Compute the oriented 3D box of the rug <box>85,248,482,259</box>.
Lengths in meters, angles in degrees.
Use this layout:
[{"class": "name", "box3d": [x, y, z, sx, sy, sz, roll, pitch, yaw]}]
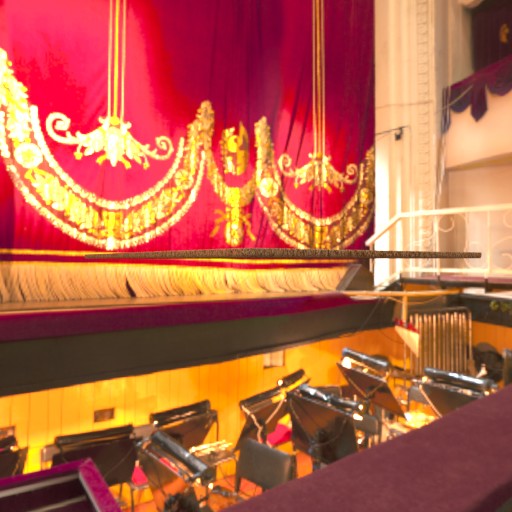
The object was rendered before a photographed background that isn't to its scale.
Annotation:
[{"class": "rug", "box3d": [0.000, 0.000, 2.155, 1.199, 0.025, 1.600, 0, -1, -36]}]
